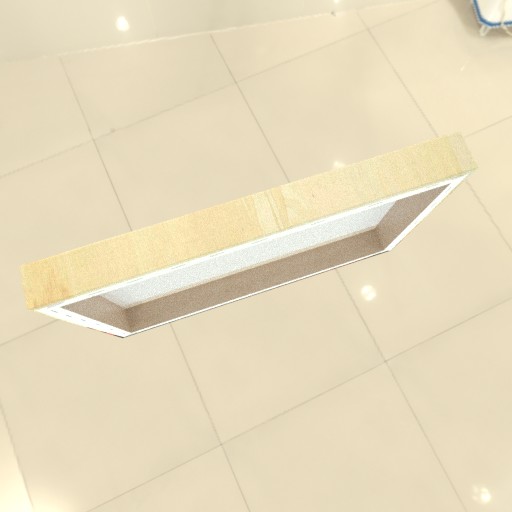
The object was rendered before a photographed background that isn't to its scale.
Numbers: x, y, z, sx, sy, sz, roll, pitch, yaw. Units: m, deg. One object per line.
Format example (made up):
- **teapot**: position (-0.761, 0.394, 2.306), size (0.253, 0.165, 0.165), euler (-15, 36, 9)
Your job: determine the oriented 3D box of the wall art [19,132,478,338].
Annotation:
- **wall art**: position (0.000, 0.000, 0.482), size (0.383, 0.251, 0.037), euler (-18, 75, -5)
